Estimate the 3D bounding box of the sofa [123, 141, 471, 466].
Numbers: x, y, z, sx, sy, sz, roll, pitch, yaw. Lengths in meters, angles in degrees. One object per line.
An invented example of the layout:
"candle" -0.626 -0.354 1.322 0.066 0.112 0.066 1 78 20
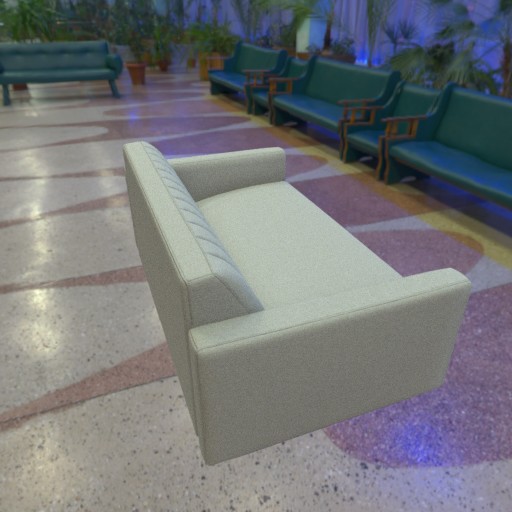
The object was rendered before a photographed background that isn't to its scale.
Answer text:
"sofa" 0.000 0.000 2.054 0.950 0.801 1.585 -11 33 -18
